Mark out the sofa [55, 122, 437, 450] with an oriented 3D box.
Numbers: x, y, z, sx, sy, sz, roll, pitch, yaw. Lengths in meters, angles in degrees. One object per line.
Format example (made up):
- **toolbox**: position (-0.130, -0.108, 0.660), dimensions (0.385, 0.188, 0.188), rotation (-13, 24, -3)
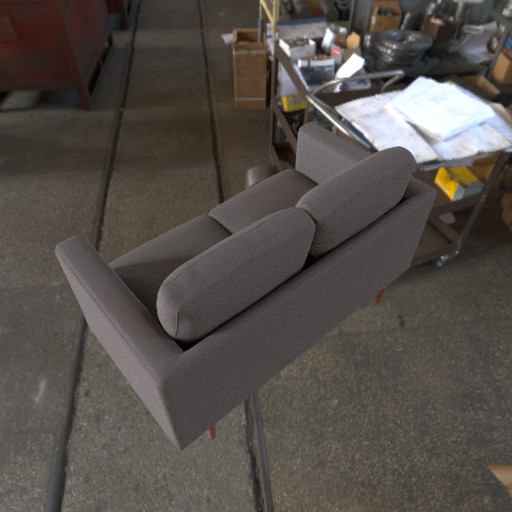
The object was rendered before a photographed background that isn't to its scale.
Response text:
- **sofa**: position (0.000, 0.000, 1.988), dimensions (1.430, 0.908, 0.796), rotation (-32, 54, -27)
